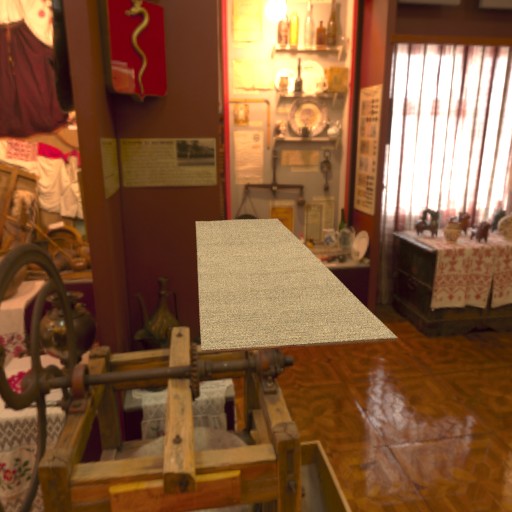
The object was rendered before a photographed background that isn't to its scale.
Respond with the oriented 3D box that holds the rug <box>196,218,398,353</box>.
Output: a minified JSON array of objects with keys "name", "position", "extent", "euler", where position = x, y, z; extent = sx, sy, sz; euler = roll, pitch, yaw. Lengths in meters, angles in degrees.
[{"name":"rug","position":[0.000,0.000,2.620],"extent":[0.692,0.032,2.320],"euler":[-2,15,-8]}]
